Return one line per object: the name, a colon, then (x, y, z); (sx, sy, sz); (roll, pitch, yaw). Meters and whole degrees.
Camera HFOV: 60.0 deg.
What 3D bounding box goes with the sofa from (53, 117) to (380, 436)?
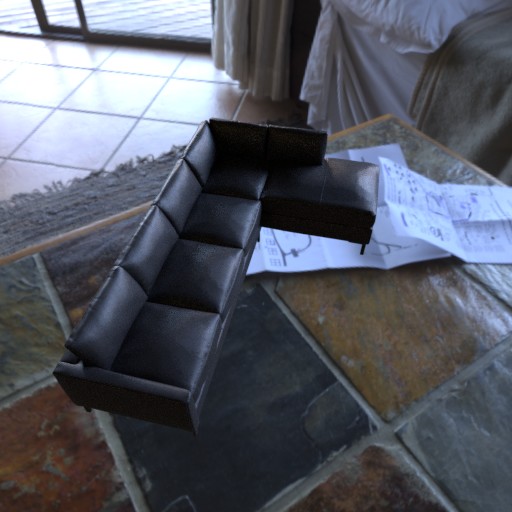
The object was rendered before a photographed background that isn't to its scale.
sofa: (0.000, 0.000, 3.763); (1.938, 0.877, 2.984); (10, 47, 9)
